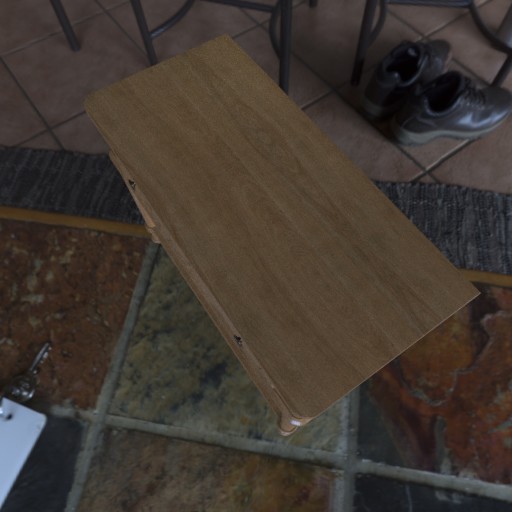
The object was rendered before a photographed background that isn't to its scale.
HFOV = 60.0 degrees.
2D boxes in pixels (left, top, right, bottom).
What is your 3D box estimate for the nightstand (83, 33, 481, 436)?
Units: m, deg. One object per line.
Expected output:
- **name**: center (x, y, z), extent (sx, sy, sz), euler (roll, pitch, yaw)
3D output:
- **nightstand**: center (0.000, 0.000, 1.287), extent (0.432, 0.700, 0.914), euler (-31, 67, -15)
